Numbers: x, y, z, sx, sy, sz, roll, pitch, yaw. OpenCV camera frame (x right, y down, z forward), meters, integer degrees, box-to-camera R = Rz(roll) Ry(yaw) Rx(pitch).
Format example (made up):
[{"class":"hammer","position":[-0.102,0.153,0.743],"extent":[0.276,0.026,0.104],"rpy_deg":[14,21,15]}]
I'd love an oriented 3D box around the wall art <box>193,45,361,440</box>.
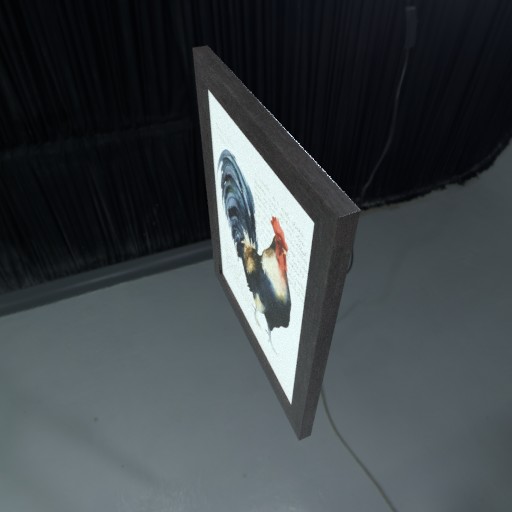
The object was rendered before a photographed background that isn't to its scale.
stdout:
[{"class":"wall art","position":[0.000,0.000,0.817],"extent":[0.027,0.580,0.479],"rpy_deg":[-18,49,-16]}]
